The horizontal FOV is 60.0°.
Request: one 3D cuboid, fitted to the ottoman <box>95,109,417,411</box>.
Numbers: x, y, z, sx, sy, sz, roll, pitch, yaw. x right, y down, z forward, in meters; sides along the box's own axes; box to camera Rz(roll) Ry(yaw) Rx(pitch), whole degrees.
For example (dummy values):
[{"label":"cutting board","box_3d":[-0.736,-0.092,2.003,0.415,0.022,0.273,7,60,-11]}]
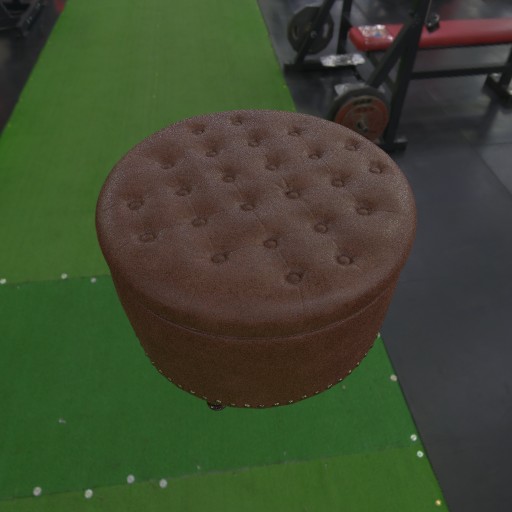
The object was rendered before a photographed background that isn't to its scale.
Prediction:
[{"label":"ottoman","box_3d":[0.000,0.000,1.035,0.637,0.442,0.637,0,47,0]}]
